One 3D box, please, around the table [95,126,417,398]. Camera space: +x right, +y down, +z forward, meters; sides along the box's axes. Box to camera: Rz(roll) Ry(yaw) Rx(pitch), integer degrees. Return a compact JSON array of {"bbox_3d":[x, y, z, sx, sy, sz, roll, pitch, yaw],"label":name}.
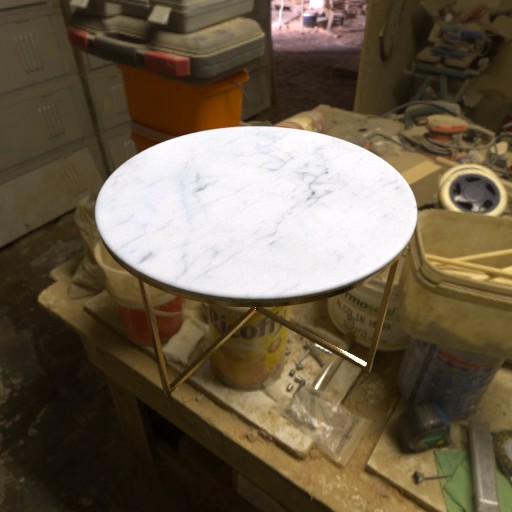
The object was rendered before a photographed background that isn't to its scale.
[{"bbox_3d":[0.000,0.000,1.280,0.800,0.450,0.800,0,39,0],"label":"table"}]
